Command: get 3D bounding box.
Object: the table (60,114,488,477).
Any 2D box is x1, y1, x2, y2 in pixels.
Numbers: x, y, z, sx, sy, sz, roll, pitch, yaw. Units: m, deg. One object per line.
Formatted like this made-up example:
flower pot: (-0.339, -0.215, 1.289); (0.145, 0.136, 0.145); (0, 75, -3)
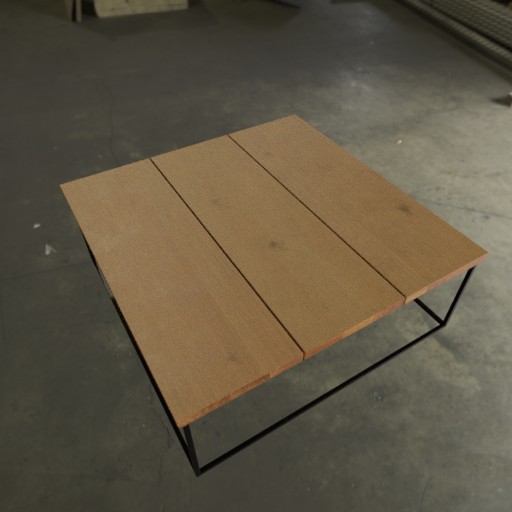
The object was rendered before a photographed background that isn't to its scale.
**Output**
table: (0.000, 0.000, 1.711); (1.100, 0.400, 1.100); (-23, 49, -22)
